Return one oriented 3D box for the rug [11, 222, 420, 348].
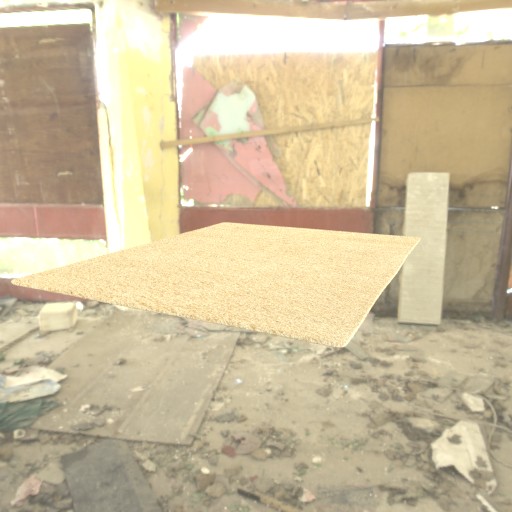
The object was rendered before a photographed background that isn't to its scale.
[{"bbox_3d":[0.000,0.000,3.889,2.401,0.025,3.001,6,15,26],"label":"rug"}]
